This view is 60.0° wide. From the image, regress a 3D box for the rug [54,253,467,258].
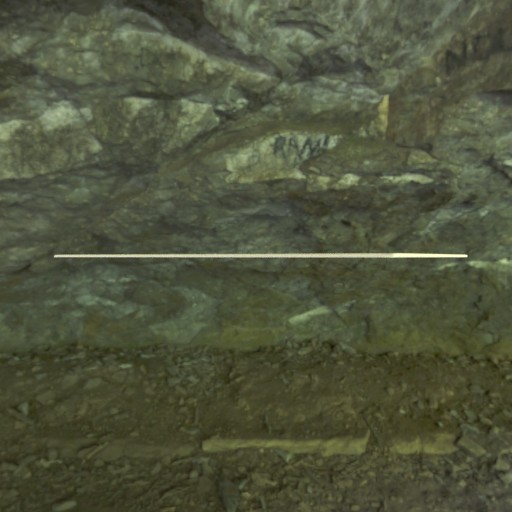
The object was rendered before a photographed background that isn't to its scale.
[{"bbox_3d":[0.000,0.000,2.116,1.676,0.013,1.067,0,0,35],"label":"rug"}]
